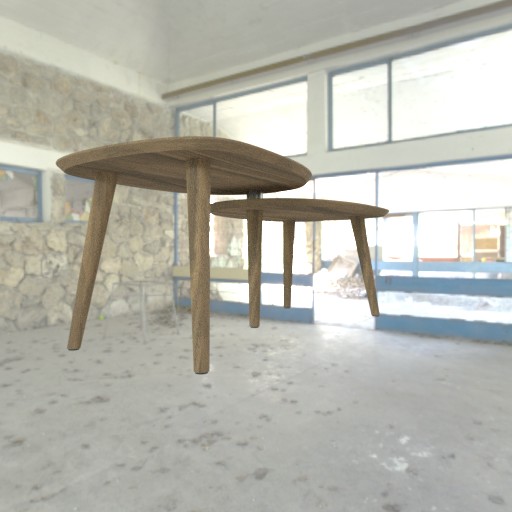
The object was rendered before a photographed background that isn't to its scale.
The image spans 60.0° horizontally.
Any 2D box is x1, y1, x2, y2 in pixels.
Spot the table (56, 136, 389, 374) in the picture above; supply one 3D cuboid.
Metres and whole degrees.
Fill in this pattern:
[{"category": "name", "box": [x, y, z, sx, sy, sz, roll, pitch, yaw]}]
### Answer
[{"category": "table", "box": [0.000, 0.000, 1.309, 0.527, 0.429, 1.084, 0, 0, 35]}]
